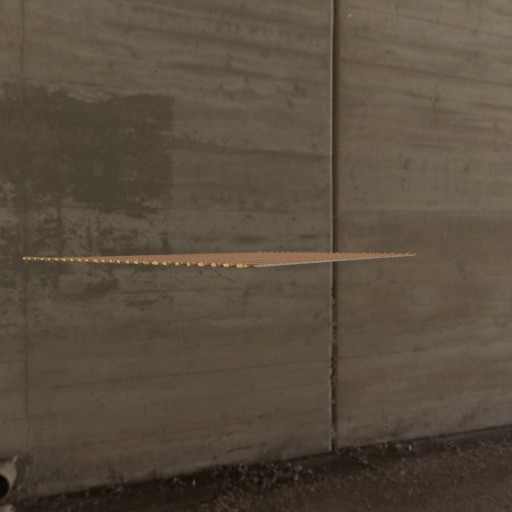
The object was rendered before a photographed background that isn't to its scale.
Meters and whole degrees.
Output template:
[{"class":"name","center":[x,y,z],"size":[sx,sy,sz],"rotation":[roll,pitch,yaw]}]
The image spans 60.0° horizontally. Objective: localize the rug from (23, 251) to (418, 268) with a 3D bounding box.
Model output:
[{"class":"rug","center":[0.000,0.000,3.061],"size":[1.556,0.022,2.433],"rotation":[1,2,35]}]
